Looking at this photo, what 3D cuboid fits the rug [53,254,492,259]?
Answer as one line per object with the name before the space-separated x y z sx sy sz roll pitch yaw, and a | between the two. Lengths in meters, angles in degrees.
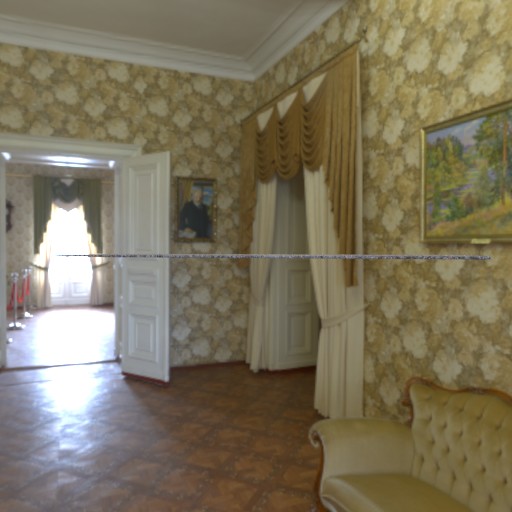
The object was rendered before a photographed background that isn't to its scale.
rug | 0.000 0.000 2.514 2.305 0.013 0.719 0 1 21
